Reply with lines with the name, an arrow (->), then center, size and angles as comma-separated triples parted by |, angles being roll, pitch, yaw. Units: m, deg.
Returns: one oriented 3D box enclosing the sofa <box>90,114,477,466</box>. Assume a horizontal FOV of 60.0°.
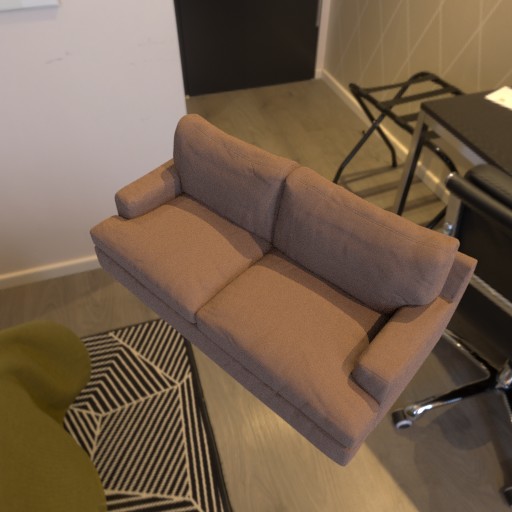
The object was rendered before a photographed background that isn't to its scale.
sofa -> 0.000, 0.000, 2.836 | 2.274, 0.950, 1.140 | 33, 54, 28
